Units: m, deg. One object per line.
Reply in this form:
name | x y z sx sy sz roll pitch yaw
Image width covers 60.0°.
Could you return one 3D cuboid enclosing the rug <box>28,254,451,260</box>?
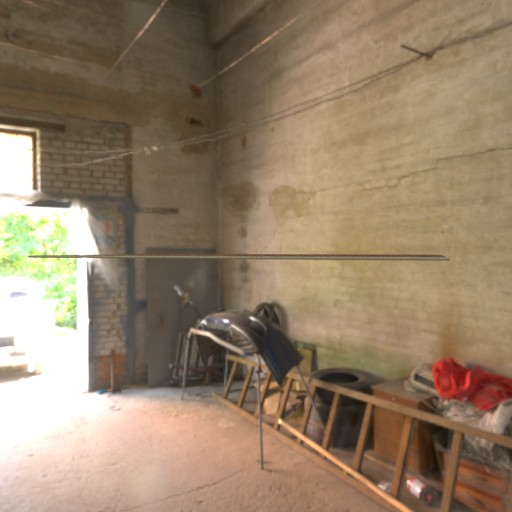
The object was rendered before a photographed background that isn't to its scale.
rug | 0.000 0.000 2.907 2.294 0.014 1.528 0 1 21
